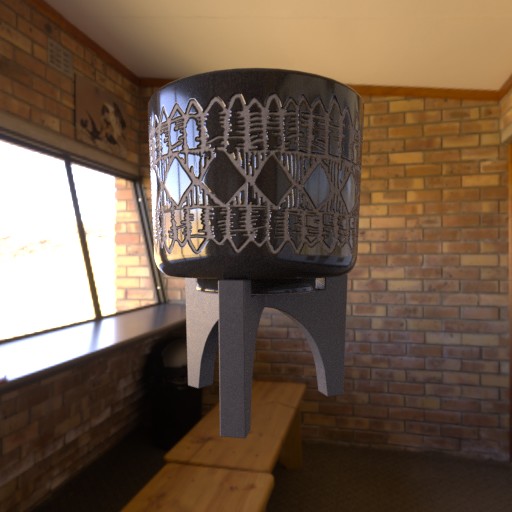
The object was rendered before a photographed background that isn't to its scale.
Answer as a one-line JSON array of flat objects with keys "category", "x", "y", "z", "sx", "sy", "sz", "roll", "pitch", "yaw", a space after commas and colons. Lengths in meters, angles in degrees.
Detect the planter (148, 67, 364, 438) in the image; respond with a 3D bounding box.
[{"category": "planter", "x": 0.000, "y": 0.000, "z": 0.271, "sx": 0.129, "sy": 0.177, "sz": 0.129, "roll": 0, "pitch": 0, "yaw": 0}]
